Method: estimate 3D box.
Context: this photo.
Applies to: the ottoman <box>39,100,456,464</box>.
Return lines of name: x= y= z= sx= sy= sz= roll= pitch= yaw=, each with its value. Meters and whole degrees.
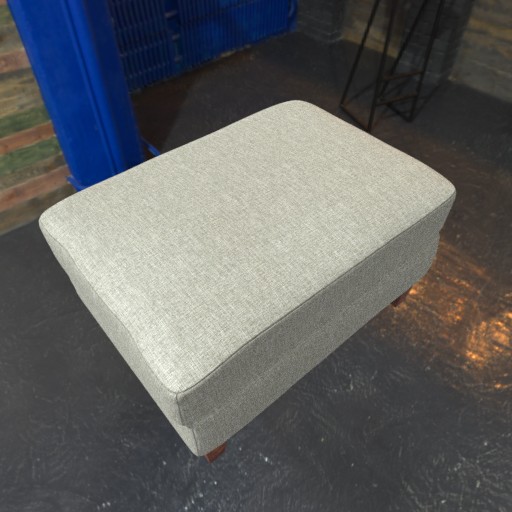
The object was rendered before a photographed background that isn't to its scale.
ottoman: x=0.000 y=0.000 z=1.213 sx=0.873 sy=0.494 sz=0.639 roll=-32 pitch=55 yaw=-26
